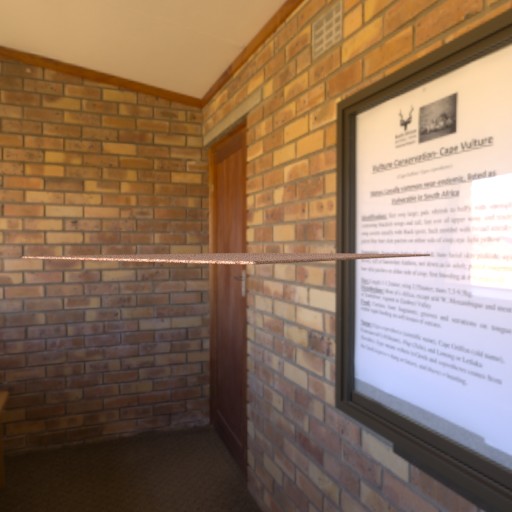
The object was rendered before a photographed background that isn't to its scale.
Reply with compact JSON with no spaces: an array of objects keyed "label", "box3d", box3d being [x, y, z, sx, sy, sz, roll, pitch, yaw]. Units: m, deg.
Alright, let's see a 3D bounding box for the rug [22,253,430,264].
[{"label":"rug","box3d":[0.000,0.000,2.765,1.566,0.013,2.141,1,1,36]}]
